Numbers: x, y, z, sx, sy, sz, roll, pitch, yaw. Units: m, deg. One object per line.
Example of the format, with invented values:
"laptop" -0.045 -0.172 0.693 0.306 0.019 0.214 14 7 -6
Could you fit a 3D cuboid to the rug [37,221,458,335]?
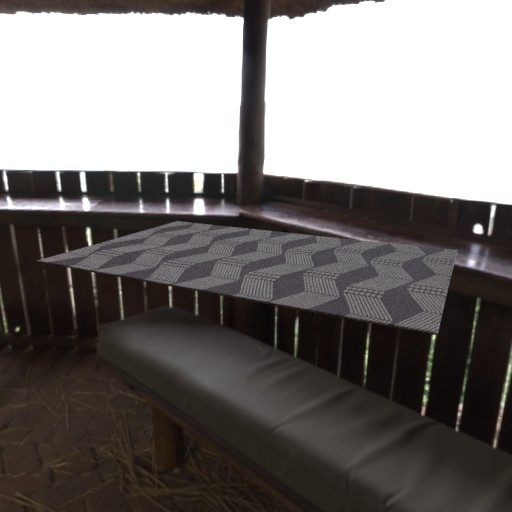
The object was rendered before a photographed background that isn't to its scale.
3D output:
"rug" 0.000 0.000 3.008 2.435 0.011 1.517 8 17 26
